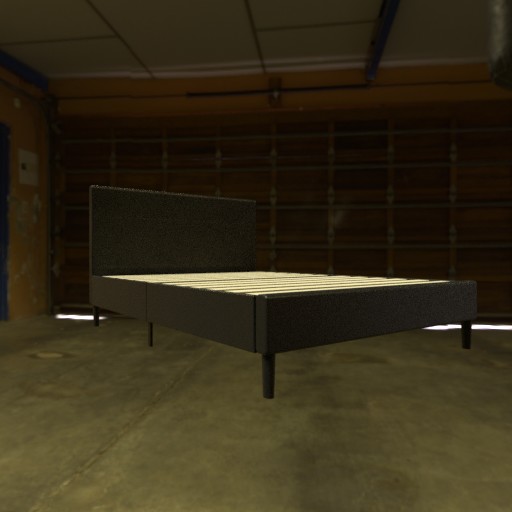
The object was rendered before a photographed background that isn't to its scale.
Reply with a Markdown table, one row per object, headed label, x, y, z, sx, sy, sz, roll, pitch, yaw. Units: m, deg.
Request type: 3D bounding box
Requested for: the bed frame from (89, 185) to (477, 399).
| label | x | y | z | sx | sy | sz | roll | pitch | yaw |
| --- | --- | --- | --- | --- | --- | --- | --- | --- | --- |
| bed frame | 0.000 | 0.000 | 3.137 | 1.634 | 1.127 | 2.318 | 0 | 0 | -37 |
